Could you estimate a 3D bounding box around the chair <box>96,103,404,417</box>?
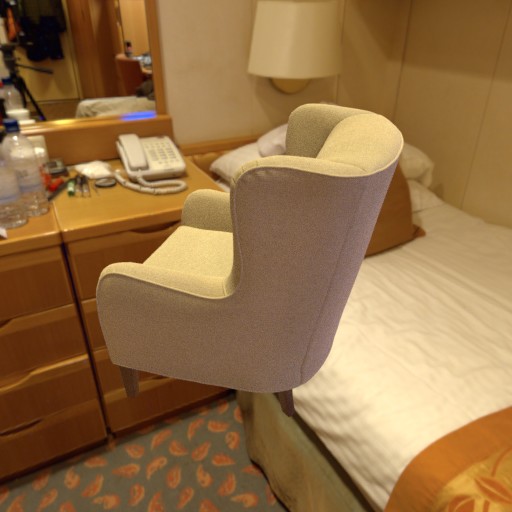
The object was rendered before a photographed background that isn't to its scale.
[{"bbox_3d":[0.000,0.000,1.749,0.966,1.040,0.838,8,31,14],"label":"chair"}]
